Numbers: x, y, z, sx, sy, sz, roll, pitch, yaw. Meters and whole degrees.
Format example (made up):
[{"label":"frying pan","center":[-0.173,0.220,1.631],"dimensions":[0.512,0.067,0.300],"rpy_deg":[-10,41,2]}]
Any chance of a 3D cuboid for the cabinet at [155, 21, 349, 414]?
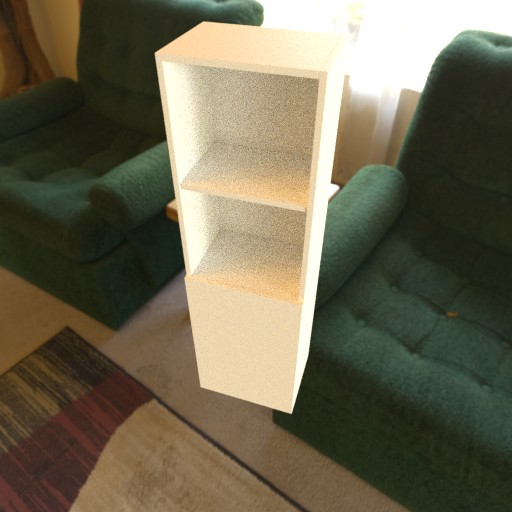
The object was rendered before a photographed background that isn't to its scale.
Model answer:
[{"label":"cabinet","center":[0.000,0.000,1.506],"dimensions":[0.400,1.350,0.300],"rpy_deg":[12,43,13]}]
